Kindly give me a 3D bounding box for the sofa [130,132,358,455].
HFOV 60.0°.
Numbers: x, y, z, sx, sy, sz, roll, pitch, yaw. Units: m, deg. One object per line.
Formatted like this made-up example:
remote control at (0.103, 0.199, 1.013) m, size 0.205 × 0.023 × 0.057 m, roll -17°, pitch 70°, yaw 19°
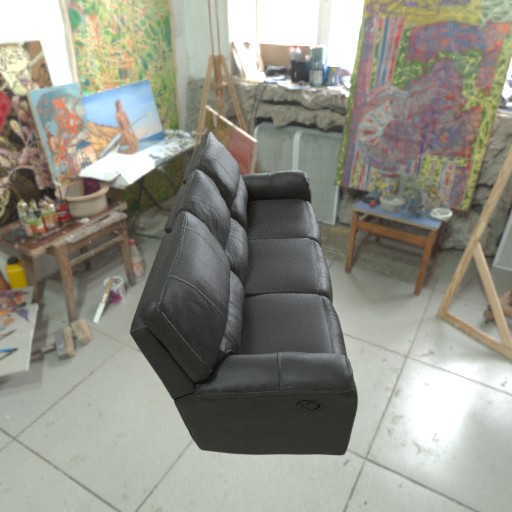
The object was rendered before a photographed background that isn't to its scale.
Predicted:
sofa at (0.000, 0.000, 3.188) m, size 1.104 × 1.134 × 2.627 m, roll 0°, pitch 32°, yaw 1°
